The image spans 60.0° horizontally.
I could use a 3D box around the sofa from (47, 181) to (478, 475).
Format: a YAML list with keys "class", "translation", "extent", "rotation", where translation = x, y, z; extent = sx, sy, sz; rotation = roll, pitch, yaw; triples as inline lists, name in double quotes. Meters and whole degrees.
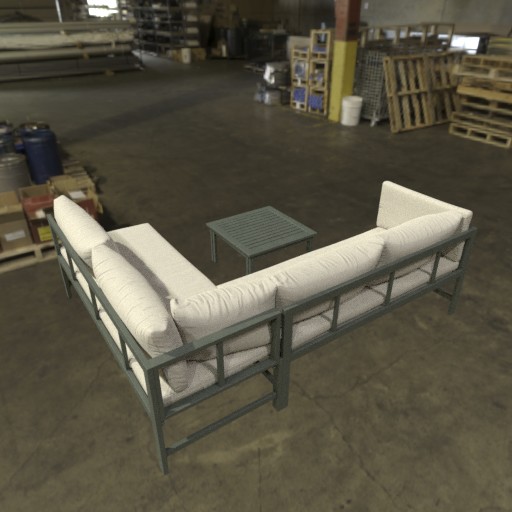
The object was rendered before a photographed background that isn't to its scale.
- class: "sofa"
  translation: [0.000, 0.000, 2.858]
  extent: [2.096, 0.758, 1.658]
  rotation: [-19, 35, -29]
